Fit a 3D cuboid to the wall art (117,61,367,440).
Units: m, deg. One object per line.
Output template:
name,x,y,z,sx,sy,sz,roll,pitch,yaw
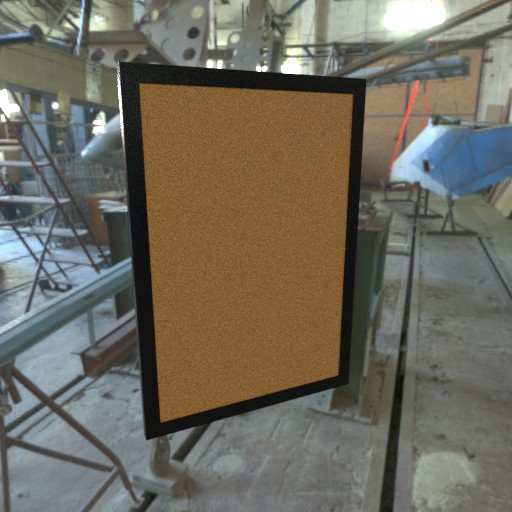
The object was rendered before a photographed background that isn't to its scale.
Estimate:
wall art,0.000,0.000,0.847,0.462,0.656,0.019,-7,16,-24
